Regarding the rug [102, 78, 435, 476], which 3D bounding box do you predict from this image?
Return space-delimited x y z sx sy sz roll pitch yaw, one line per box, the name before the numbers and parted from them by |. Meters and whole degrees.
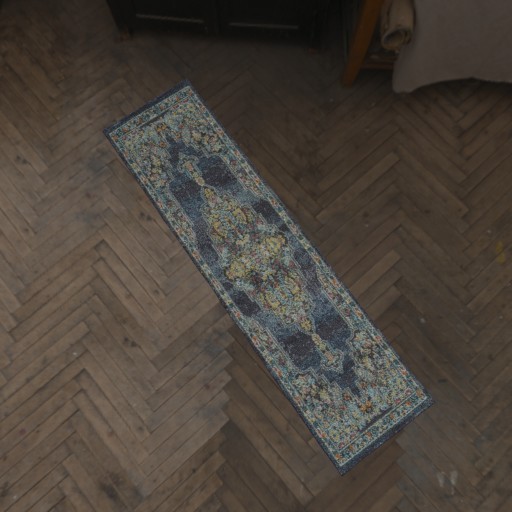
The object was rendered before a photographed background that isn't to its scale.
rug | 0.000 0.000 2.410 0.602 0.016 2.283 -35 79 -8
